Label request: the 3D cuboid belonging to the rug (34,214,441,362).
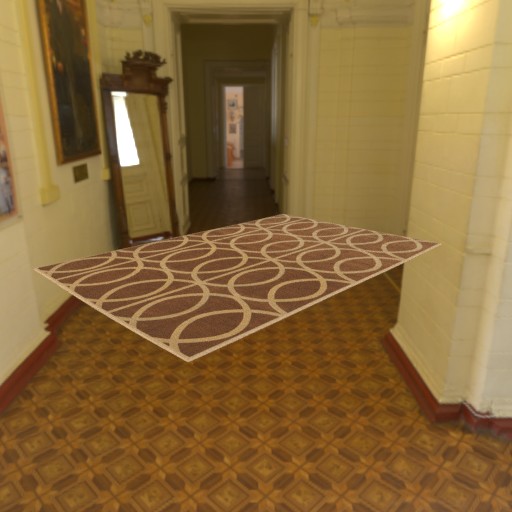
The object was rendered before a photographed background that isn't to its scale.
[{"bbox_3d":[0.000,0.000,2.927,1.528,0.014,2.294,16,23,42],"label":"rug"}]
